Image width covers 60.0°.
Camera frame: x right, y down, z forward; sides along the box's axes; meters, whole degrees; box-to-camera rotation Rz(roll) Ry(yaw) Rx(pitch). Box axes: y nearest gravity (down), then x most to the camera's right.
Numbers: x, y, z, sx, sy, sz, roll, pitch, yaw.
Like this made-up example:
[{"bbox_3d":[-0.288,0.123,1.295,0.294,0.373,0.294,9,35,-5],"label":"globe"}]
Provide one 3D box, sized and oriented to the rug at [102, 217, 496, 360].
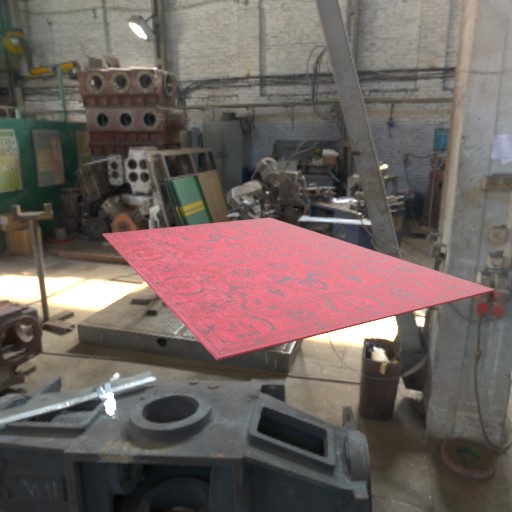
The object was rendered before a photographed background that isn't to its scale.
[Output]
[{"bbox_3d":[0.000,0.000,2.268,1.209,0.008,1.814,-8,17,-27],"label":"rug"}]
